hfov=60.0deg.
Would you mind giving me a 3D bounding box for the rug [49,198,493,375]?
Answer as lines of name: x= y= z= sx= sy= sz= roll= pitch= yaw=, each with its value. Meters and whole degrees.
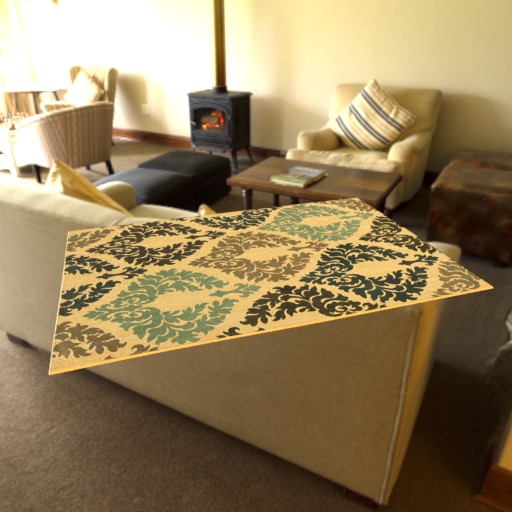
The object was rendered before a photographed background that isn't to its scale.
rug: x=0.000 y=0.000 z=2.769 sx=2.275 sy=0.014 sz=1.514 roll=-8 pitch=28 yaw=-16
